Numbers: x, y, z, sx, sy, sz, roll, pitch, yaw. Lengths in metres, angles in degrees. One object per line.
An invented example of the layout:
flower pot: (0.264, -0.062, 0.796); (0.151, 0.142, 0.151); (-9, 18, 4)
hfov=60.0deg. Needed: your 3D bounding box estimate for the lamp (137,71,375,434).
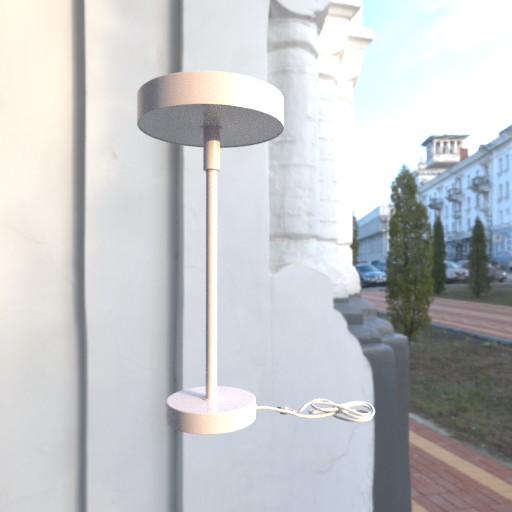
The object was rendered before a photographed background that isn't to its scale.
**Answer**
lamp: (0.000, 0.000, 0.701); (0.369, 0.508, 0.229); (0, -1, 0)
